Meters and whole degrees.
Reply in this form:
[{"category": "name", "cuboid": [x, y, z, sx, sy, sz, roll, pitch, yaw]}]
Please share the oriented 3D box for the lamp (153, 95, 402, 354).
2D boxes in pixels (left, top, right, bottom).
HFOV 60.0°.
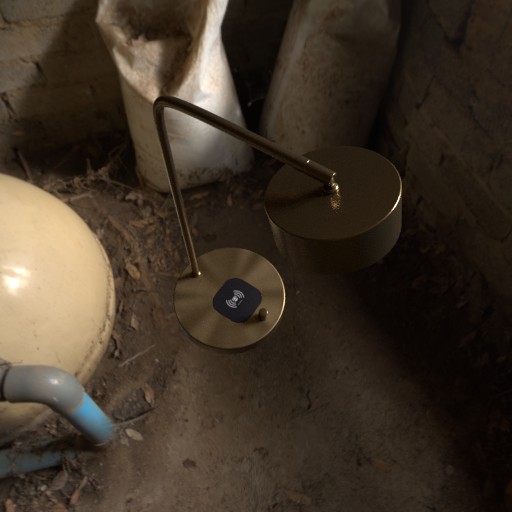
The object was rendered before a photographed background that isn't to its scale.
[{"category": "lamp", "cuboid": [0.000, 0.000, 0.521, 0.270, 0.380, 0.171, 31, 64, 17]}]
